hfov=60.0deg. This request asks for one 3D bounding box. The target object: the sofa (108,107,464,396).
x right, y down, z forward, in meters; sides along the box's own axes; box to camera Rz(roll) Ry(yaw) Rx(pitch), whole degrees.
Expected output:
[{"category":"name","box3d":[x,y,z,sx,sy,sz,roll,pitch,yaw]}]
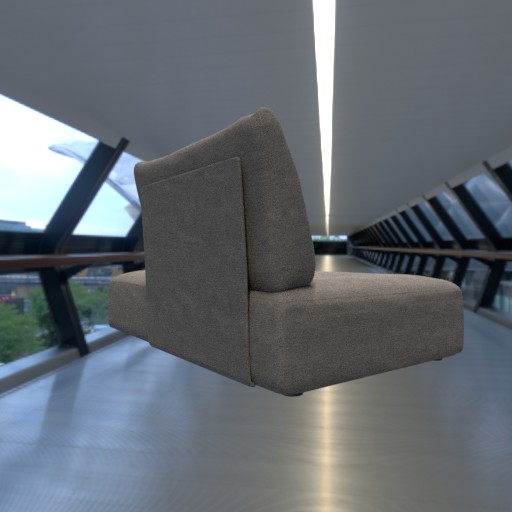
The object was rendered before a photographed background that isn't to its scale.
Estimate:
[{"category":"sofa","box3d":[0.000,0.000,2.028,1.002,0.820,1.450,0,0,-36]}]
